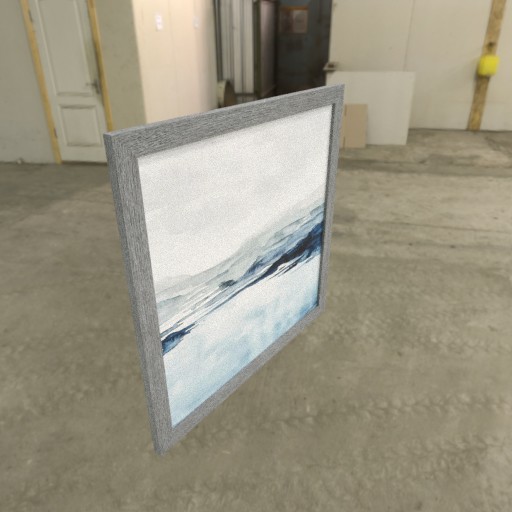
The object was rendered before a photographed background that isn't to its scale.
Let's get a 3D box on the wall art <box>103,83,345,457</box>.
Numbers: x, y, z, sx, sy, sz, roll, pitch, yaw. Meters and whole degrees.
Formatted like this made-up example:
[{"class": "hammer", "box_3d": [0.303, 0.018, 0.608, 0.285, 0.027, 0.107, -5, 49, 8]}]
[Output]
[{"class": "wall art", "box_3d": [0.000, 0.000, 1.030, 0.020, 0.685, 0.685, 21, 35, 33]}]
